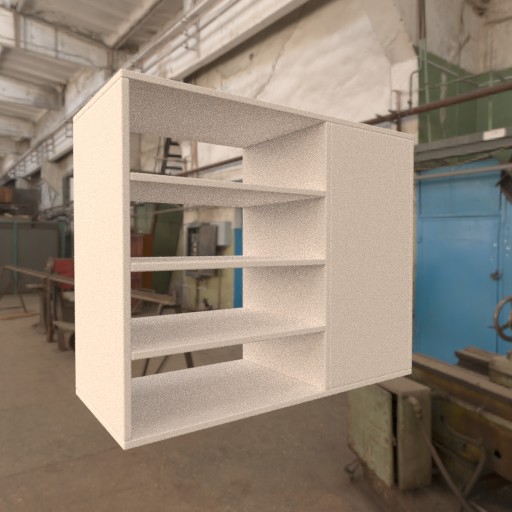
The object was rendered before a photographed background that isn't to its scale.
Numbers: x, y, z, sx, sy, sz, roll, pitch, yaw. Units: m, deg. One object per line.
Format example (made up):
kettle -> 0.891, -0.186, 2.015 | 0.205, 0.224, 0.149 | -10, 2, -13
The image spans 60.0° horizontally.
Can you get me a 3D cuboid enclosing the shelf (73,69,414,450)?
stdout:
shelf -> 0.000, 0.000, 1.264 | 0.895, 0.732, 0.396 | -1, 2, -35
